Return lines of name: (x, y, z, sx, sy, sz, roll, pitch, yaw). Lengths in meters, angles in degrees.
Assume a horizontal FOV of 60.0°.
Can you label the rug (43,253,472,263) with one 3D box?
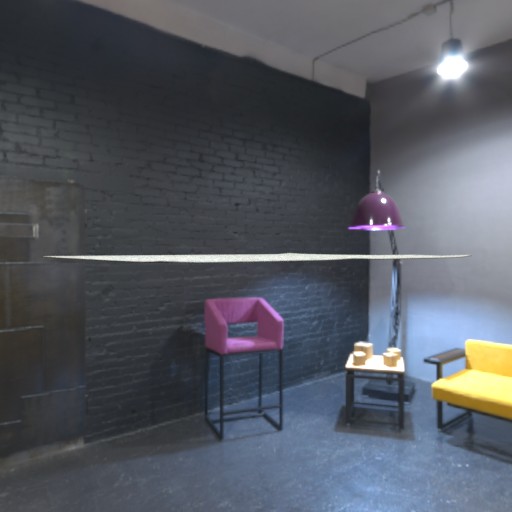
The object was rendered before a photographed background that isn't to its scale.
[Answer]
rug: (0.000, 0.000, 3.860, 2.925, 0.026, 2.343, -1, 1, -38)
